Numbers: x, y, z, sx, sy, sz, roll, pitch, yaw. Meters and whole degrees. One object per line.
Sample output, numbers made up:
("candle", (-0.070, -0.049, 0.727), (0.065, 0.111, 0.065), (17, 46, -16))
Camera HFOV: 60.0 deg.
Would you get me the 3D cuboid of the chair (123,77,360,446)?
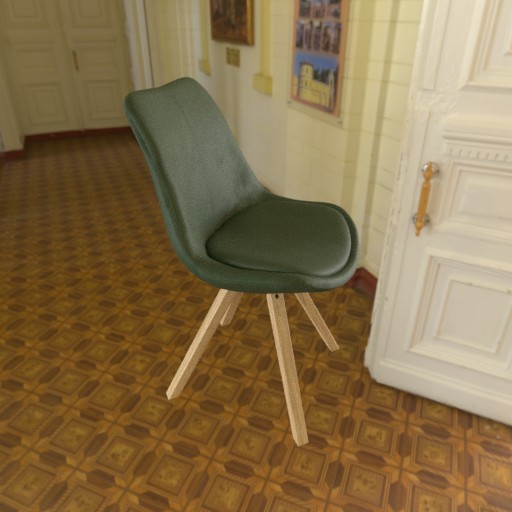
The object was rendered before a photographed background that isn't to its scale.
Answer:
("chair", (0.000, 0.000, 1.220), (0.547, 0.865, 0.483), (11, 32, 18))
